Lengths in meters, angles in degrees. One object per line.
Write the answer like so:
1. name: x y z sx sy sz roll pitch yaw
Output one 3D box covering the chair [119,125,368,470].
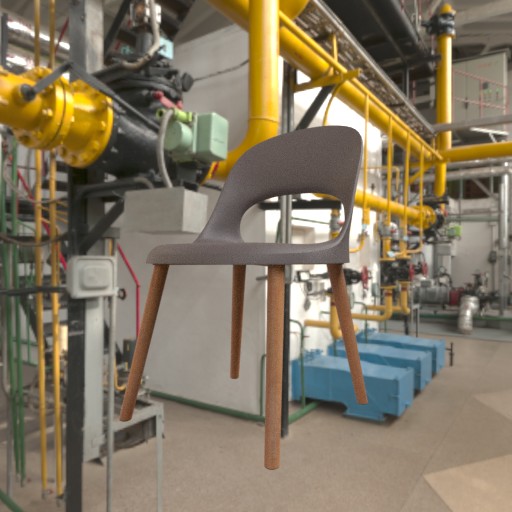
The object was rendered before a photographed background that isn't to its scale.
1. chair: 0.000 0.000 1.158 0.470 0.794 0.556 0 0 35
